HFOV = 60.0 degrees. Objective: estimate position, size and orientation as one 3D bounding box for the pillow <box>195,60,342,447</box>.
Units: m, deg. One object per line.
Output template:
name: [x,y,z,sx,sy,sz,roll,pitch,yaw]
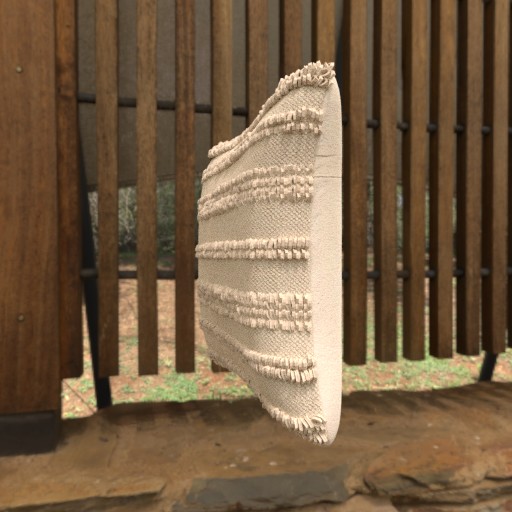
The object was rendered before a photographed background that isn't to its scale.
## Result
pillow: [0.000,0.000,0.665,0.145,0.427,0.437,0,0,-19]
